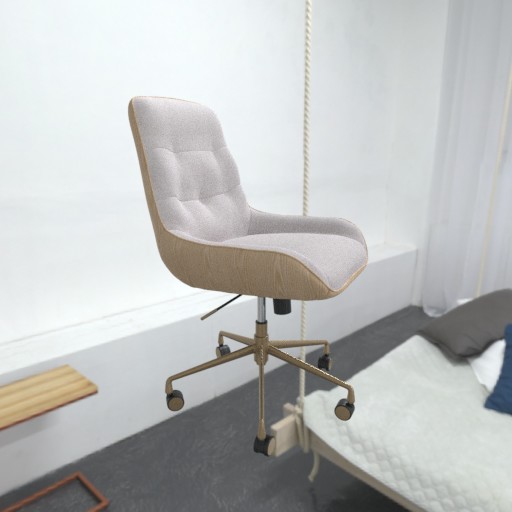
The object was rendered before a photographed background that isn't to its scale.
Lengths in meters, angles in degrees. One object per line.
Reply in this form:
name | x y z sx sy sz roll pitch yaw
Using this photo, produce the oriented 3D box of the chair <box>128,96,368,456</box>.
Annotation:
chair | 0.000 0.000 1.376 0.668 0.952 0.564 7 16 26
